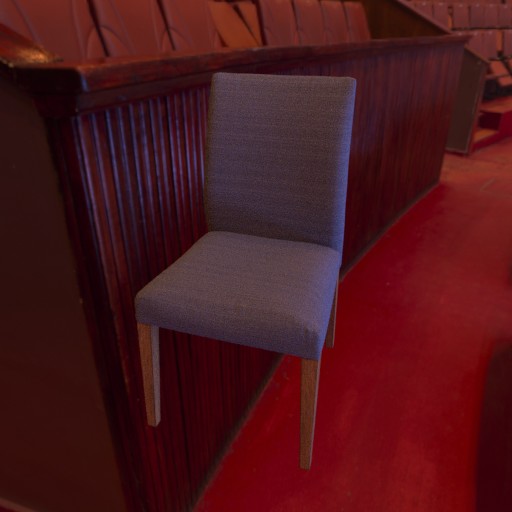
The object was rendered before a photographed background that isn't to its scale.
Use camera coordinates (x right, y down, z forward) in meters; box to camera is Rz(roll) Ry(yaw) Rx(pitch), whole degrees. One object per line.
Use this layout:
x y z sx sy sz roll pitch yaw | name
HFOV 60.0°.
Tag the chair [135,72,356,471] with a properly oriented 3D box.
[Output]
0.000 0.000 1.295 0.496 0.940 0.585 9 29 16 | chair
